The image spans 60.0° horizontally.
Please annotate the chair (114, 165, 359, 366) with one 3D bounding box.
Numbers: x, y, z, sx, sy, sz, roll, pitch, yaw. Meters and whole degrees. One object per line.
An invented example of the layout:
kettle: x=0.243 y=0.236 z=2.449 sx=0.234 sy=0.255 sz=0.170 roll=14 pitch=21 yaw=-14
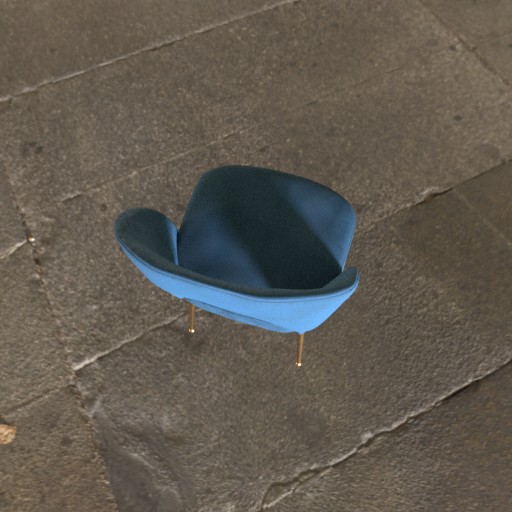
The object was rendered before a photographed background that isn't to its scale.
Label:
chair: x=0.000 y=0.000 z=1.231 sx=0.527 sy=0.860 sz=0.577 roll=16 pitch=64 yaw=8
